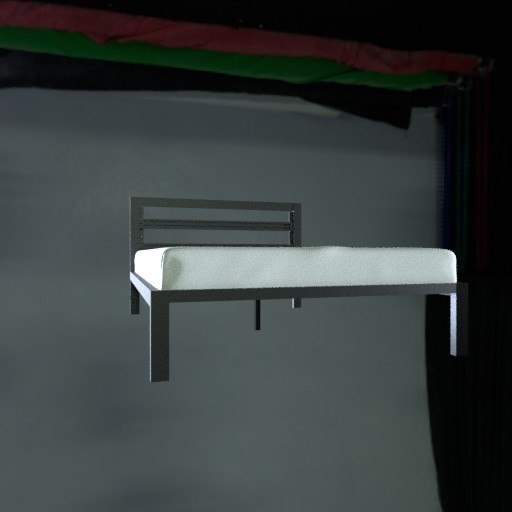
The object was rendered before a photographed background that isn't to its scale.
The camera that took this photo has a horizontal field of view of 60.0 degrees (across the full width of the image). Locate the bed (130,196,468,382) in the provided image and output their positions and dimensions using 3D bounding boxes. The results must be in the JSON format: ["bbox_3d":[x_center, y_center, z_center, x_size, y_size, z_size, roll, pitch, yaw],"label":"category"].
[{"bbox_3d":[0.000,0.000,2.925,1.524,0.967,2.062,0,0,-18],"label":"bed"}]
